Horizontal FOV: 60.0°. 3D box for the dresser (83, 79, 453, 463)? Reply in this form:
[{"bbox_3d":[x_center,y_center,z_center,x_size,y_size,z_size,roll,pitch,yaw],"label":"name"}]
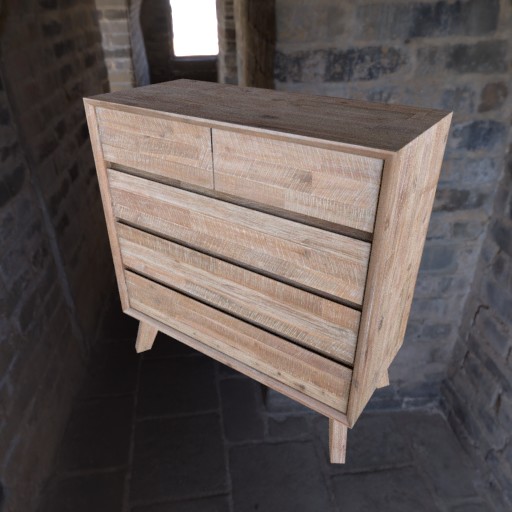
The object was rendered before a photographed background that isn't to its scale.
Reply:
[{"bbox_3d":[0.000,0.000,1.556,0.998,1.029,0.455,19,35,29],"label":"dresser"}]
